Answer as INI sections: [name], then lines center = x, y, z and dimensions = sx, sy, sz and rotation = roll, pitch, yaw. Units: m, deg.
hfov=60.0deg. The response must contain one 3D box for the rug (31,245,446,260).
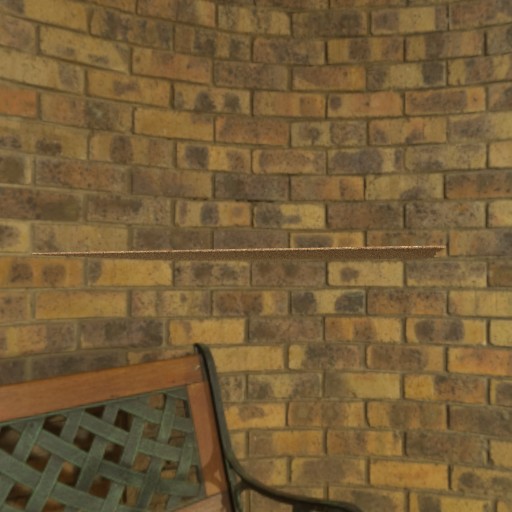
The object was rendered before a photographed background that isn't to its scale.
[rug]
center = 0.000, 0.000, 2.803
dimensions = 2.141, 0.013, 1.566
rotation = -1, -2, 20
